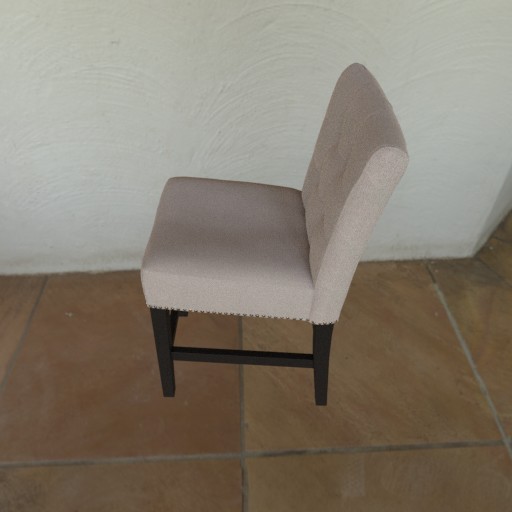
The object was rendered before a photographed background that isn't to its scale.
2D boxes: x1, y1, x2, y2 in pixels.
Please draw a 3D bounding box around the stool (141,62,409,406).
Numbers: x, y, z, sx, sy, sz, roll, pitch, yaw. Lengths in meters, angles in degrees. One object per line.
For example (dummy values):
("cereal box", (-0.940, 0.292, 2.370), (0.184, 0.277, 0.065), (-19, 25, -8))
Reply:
("stool", (0.000, 0.000, 1.203), (0.571, 0.885, 0.427), (0, 43, 1))
